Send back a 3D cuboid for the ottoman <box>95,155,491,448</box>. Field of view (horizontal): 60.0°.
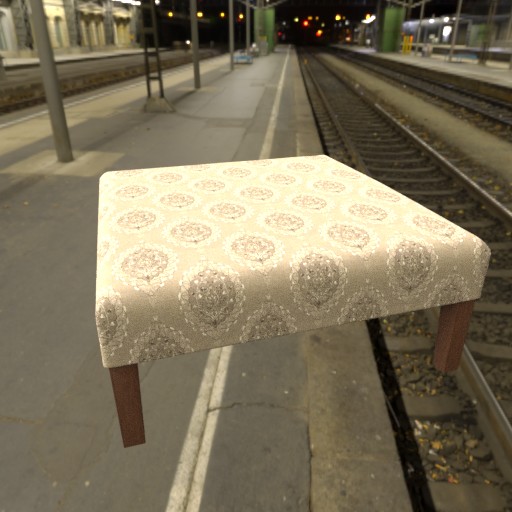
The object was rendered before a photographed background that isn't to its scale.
[{"bbox_3d":[0.000,0.000,1.362,0.889,0.411,0.890,-8,27,-15],"label":"ottoman"}]
